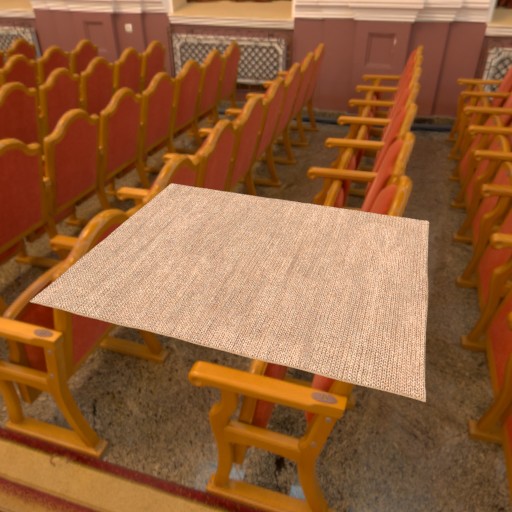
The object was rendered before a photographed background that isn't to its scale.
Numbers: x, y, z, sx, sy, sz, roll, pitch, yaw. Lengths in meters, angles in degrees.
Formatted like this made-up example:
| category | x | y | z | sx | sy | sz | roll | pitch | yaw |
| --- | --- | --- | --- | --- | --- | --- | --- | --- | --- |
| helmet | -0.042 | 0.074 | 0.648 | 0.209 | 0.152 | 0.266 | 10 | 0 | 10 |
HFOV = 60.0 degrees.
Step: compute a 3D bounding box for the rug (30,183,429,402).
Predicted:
| category | x | y | z | sx | sy | sz | roll | pitch | yaw |
| --- | --- | --- | --- | --- | --- | --- | --- | --- | --- |
| rug | 0.000 | 0.000 | 4.123 | 3.052 | 0.030 | 2.429 | 11 | 35 | 15 |
